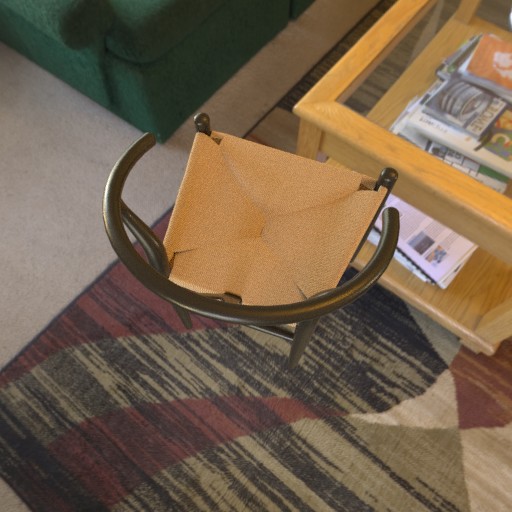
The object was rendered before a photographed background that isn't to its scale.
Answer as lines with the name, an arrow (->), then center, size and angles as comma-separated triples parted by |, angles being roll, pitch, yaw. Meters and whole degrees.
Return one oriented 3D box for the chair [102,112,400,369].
chair -> 0.000, 0.000, 1.137 | 0.570, 0.739, 0.570 | 19, 66, 9
